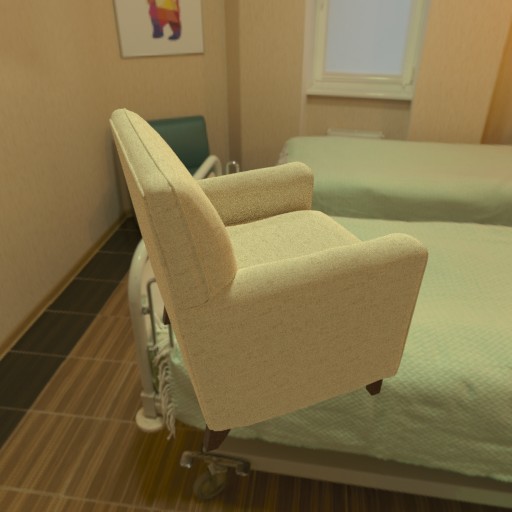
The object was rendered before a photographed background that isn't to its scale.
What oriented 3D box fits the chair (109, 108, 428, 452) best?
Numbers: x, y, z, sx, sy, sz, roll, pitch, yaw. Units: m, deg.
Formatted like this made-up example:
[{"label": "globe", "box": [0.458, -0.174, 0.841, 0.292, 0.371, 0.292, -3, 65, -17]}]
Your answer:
[{"label": "chair", "box": [0.000, 0.000, 1.605, 0.823, 0.943, 0.870, -11, 32, -18]}]
